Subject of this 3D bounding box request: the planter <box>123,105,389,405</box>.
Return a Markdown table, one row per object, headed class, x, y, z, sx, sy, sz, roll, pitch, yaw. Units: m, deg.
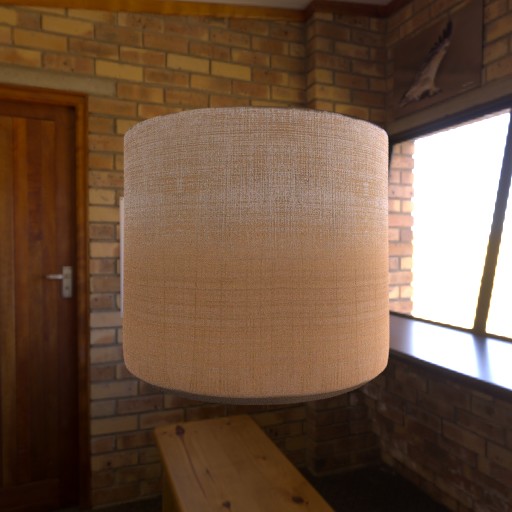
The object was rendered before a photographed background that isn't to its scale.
| class | x | y | z | sx | sy | sz | roll | pitch | yaw |
| --- | --- | --- | --- | --- | --- | --- | --- | --- | --- |
| planter | 0.000 | 0.000 | 0.439 | 0.254 | 0.221 | 0.254 | 0 | 2 | 0 |
